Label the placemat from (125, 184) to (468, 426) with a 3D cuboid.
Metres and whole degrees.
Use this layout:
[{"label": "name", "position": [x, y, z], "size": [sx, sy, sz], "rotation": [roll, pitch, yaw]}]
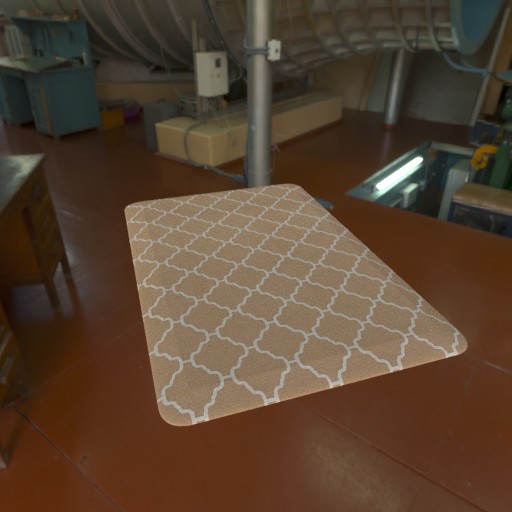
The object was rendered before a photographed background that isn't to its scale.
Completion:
[{"label": "placemat", "position": [0.000, 0.000, 0.958], "size": [0.508, 0.021, 0.762], "rotation": [-9, 32, -15]}]
